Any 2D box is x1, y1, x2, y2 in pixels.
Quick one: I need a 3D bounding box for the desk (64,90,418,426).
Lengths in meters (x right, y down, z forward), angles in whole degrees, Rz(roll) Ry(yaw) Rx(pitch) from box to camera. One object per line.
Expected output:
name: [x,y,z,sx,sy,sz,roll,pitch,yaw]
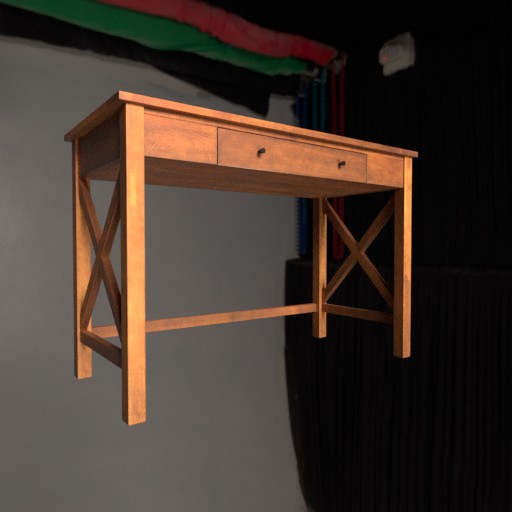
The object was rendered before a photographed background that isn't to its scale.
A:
desk: [0.000,0.000,1.522,1.117,0.762,0.508,-1,2,-36]
